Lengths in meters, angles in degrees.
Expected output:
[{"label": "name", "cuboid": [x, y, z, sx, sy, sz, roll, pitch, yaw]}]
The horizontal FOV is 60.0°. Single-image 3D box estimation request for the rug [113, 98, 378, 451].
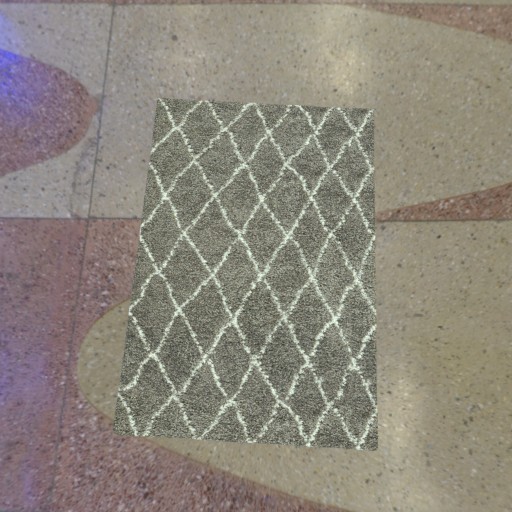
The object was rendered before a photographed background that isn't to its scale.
[{"label": "rug", "cuboid": [0.000, 0.000, 2.265, 1.219, 0.030, 1.778, 3, 75, 1]}]
